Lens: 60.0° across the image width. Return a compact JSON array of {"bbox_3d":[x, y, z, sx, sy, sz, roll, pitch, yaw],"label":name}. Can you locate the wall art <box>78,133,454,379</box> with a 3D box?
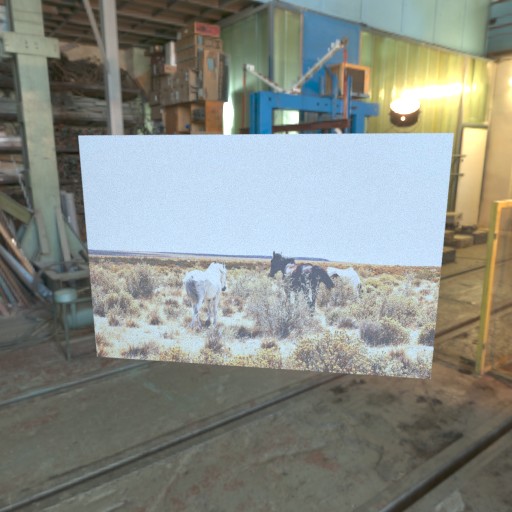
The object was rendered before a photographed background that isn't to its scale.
[{"bbox_3d":[0.000,0.000,1.441,1.138,0.761,0.051,2,13,8],"label":"wall art"}]
